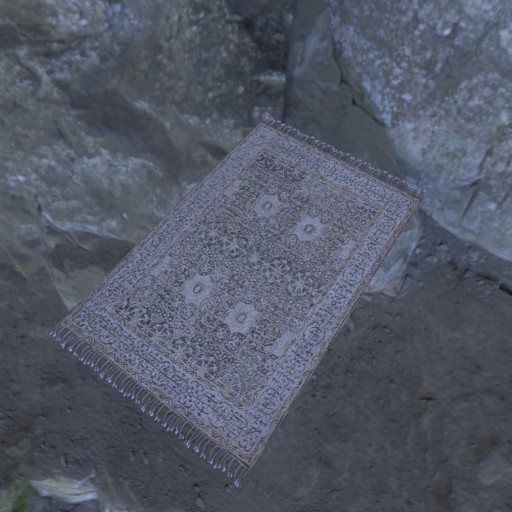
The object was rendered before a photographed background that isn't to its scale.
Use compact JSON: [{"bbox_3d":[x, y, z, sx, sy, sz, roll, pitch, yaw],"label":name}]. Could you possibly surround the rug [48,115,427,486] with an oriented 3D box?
[{"bbox_3d":[0.000,0.000,2.547,1.237,0.010,2.029,31,63,17],"label":"rug"}]
